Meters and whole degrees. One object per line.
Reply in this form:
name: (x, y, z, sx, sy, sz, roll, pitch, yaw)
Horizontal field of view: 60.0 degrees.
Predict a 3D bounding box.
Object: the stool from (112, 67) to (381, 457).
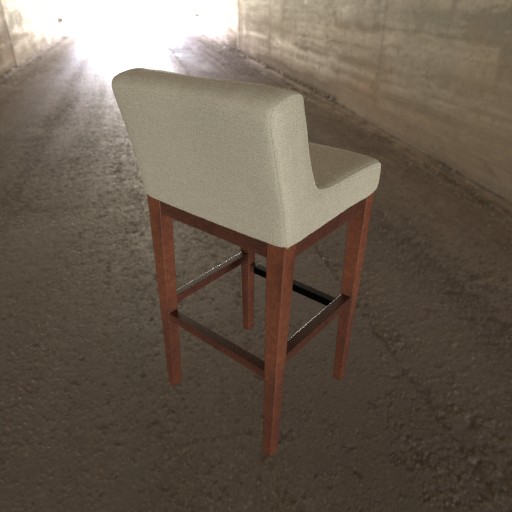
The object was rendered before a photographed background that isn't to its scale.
stool: (0.000, 0.000, 1.316, 0.511, 1.037, 0.500, 23, 37, 34)
